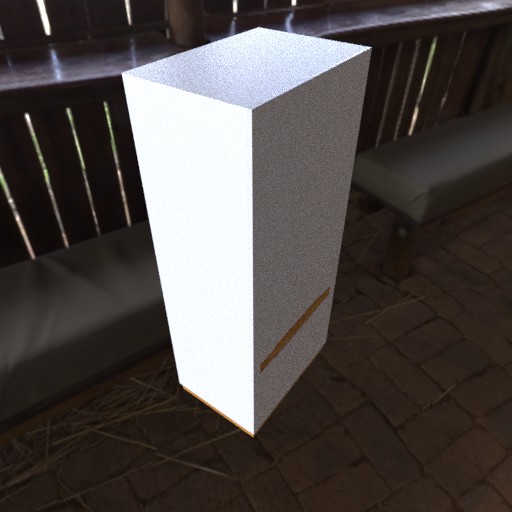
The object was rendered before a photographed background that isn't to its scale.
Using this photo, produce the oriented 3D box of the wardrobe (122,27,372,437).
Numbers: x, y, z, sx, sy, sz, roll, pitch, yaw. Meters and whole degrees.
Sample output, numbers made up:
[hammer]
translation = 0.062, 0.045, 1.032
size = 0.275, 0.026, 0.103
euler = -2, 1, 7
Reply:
[wardrobe]
translation = 0.000, 0.000, 2.419
size = 0.600, 2.040, 0.860
euler = 25, 46, 27
